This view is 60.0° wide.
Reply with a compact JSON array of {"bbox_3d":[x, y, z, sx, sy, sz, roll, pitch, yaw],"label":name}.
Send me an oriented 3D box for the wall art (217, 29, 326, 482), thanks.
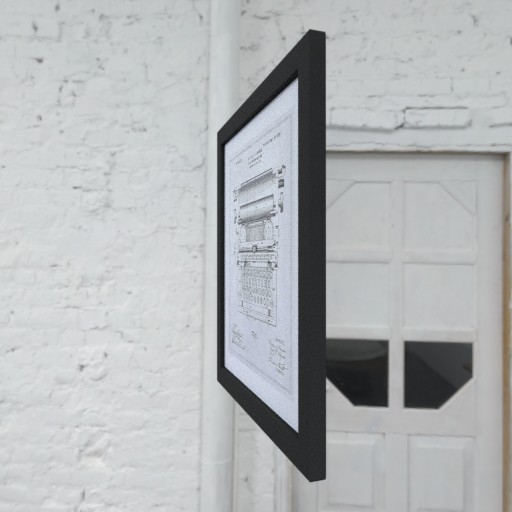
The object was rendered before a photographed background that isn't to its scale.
[{"bbox_3d":[0.000,0.000,0.704,0.021,0.508,0.432,0,0,-19],"label":"wall art"}]
